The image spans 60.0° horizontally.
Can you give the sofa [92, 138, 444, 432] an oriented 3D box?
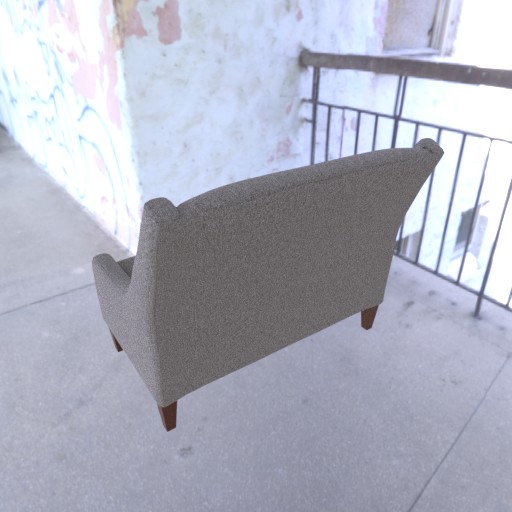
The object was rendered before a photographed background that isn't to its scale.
[{"bbox_3d":[0.000,0.000,1.968,1.242,1.026,0.862,-18,34,-30],"label":"sofa"}]
